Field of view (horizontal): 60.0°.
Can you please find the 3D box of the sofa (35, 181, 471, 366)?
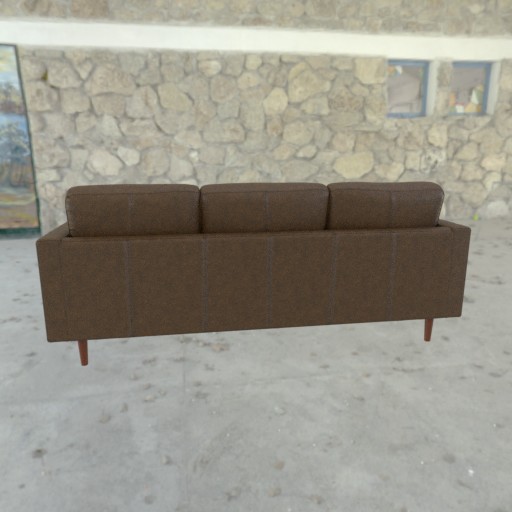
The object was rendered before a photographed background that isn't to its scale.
[{"bbox_3d":[0.000,0.000,2.718,2.231,0.930,0.903,-2,14,-9],"label":"sofa"}]
